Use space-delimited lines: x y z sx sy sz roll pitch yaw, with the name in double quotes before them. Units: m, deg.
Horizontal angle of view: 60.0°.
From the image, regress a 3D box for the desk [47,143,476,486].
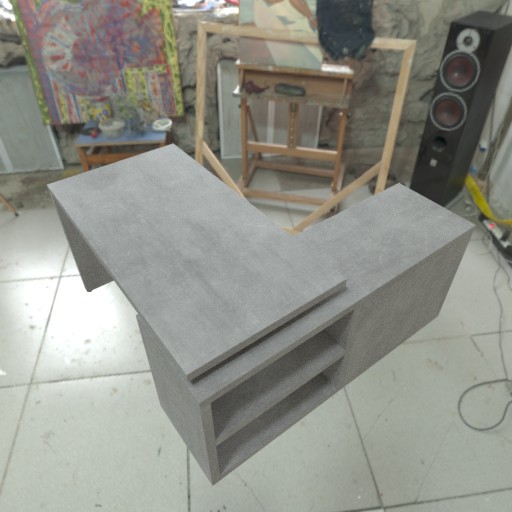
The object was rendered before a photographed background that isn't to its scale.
"desk" 0.000 0.000 2.326 1.500 0.740 1.400 -27 48 -27
